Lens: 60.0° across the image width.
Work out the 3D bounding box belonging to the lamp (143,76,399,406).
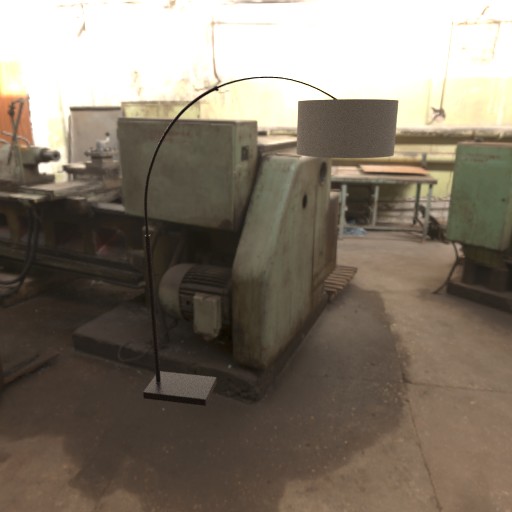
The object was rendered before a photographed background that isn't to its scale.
[{"bbox_3d":[0.000,0.000,2.555,1.424,1.927,0.493,3,18,10],"label":"lamp"}]
